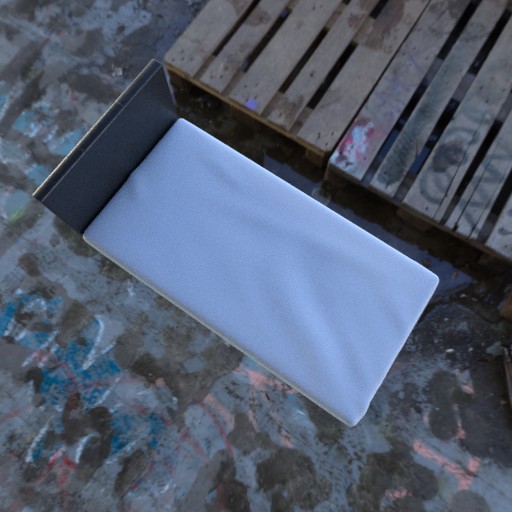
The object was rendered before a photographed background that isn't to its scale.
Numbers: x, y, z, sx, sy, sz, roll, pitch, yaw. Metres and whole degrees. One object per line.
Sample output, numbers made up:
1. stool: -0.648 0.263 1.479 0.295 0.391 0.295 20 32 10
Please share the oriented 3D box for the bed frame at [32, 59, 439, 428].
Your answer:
1. bed frame: 0.000 0.000 2.571 2.152 1.046 1.038 33 77 9
